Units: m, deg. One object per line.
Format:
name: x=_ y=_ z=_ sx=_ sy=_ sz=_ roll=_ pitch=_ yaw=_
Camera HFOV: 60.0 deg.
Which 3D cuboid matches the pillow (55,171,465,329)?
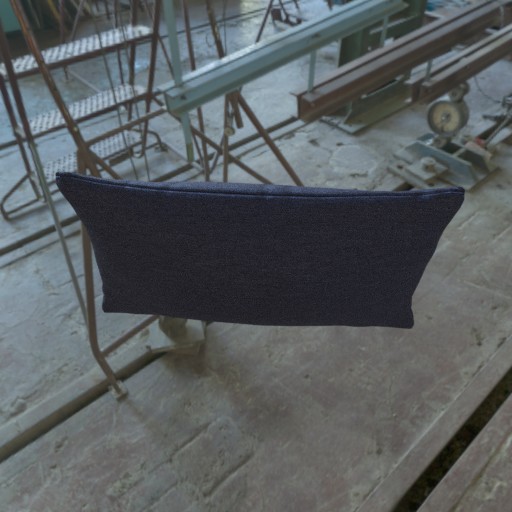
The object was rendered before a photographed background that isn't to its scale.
pillow: x=0.000 y=0.000 z=0.796 sx=0.633 sy=0.338 sz=0.210 roll=3 pitch=45 yaw=3
